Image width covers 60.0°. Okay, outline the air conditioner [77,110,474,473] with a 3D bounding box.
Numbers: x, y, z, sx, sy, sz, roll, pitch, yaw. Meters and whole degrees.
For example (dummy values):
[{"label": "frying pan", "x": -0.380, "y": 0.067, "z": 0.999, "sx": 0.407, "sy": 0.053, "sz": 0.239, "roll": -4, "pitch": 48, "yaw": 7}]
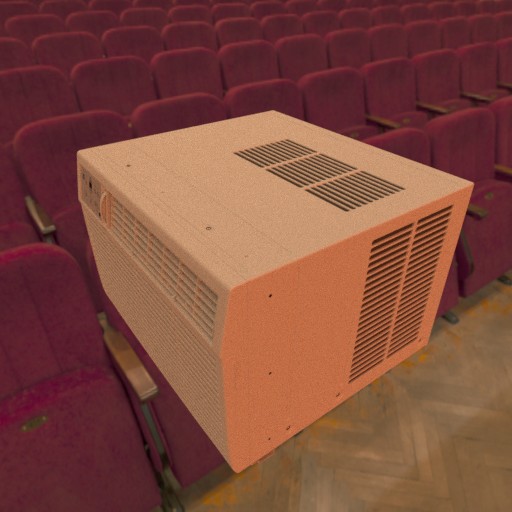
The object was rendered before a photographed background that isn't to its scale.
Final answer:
[{"label": "air conditioner", "x": 0.000, "y": 0.000, "z": 1.063, "sx": 0.599, "sy": 0.455, "sz": 0.645, "roll": -22, "pitch": 39, "yaw": -29}]
